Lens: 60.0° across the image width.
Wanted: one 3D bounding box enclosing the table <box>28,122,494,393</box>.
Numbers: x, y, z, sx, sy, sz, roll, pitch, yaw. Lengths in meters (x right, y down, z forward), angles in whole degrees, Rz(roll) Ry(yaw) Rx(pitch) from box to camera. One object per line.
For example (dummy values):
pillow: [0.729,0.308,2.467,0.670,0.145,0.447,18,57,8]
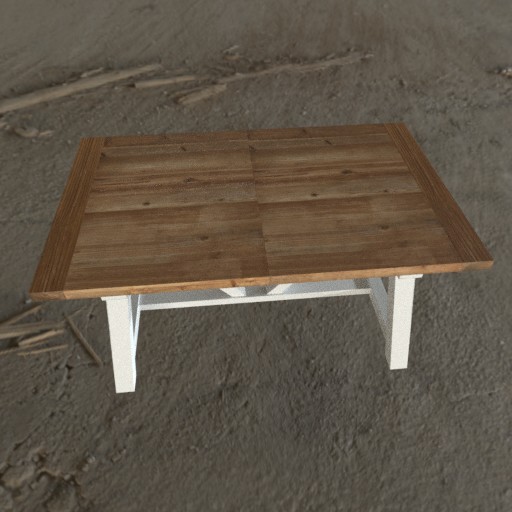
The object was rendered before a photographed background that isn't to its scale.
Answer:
table: [0.000,0.000,2.007,1.503,0.743,0.922,-4,46,-4]
